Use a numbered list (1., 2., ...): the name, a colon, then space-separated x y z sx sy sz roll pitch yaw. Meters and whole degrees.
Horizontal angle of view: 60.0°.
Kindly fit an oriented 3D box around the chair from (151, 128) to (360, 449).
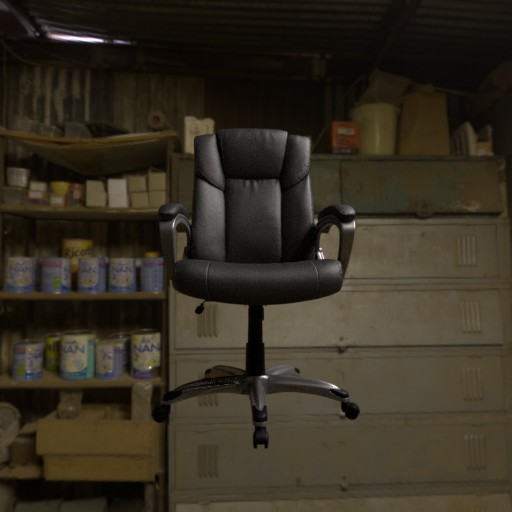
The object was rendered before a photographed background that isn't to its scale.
1. chair: 0.000 0.000 1.629 0.721 1.130 0.719 0 -2 -1
